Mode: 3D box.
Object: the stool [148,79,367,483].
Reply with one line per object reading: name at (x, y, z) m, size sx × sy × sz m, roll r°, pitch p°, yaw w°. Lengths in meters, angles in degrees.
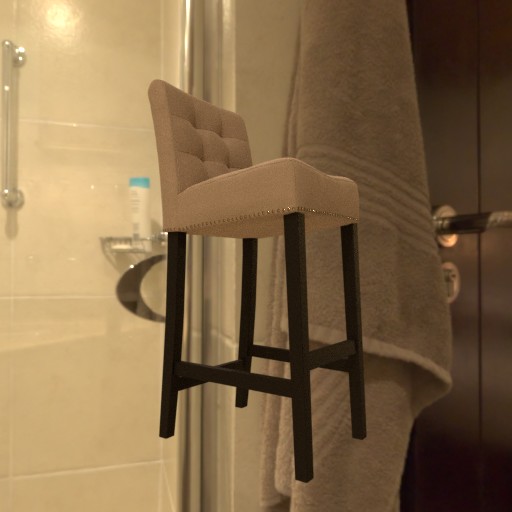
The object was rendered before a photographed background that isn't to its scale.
stool at (0.000, 0.000, 1.317) m, size 0.548 × 1.047 × 0.411 m, roll -1°, pitch -2°, yaw 37°
